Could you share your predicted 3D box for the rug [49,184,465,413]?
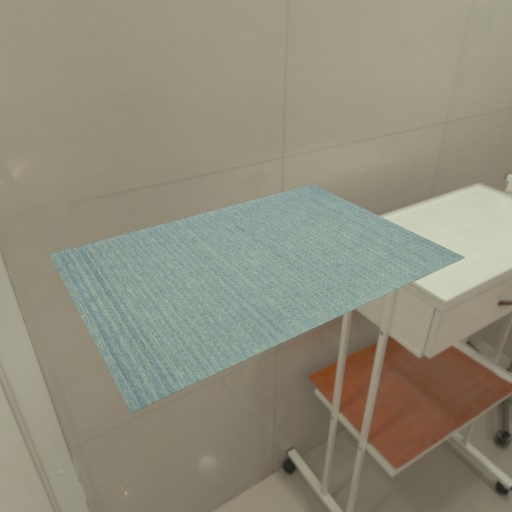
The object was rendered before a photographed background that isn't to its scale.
[{"bbox_3d":[0.000,0.000,3.739,2.895,0.006,1.982,-19,35,-28],"label":"rug"}]
